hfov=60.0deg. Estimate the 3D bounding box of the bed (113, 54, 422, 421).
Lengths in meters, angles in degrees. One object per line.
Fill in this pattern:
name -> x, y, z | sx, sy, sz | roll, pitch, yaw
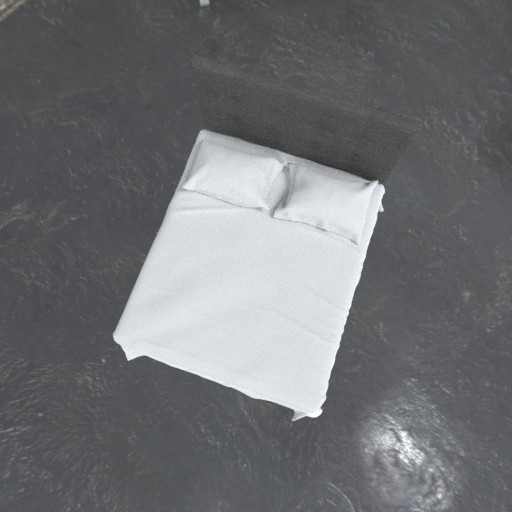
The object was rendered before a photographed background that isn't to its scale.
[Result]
bed -> 0.000, 0.000, 3.479 | 1.936, 1.577, 2.222 | 19, 76, 5
